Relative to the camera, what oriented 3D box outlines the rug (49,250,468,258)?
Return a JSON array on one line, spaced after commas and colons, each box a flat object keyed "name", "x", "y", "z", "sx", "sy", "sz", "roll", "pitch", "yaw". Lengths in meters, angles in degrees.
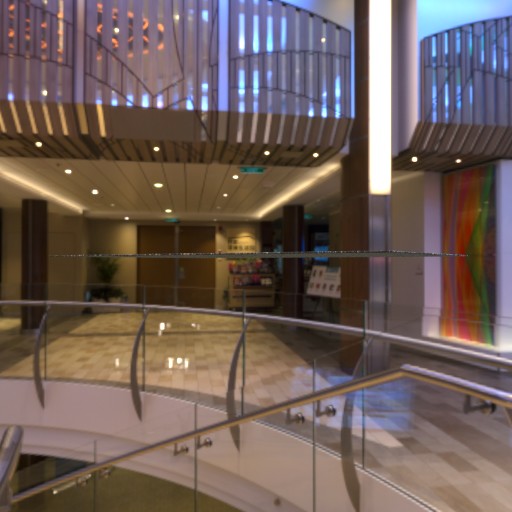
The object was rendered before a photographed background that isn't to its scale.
[{"name": "rug", "x": 0.000, "y": 0.000, "z": 2.319, "sx": 1.828, "sy": 0.005, "sz": 1.219, "roll": -1, "pitch": -1, "yaw": 35}]
